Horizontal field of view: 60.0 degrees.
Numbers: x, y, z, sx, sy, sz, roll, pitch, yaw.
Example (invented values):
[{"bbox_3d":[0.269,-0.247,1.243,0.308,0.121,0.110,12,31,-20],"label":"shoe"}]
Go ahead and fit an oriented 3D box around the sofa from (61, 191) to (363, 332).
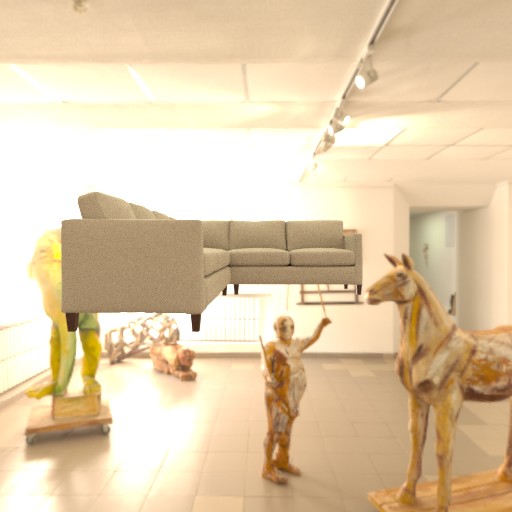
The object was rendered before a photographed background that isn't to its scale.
[{"bbox_3d":[0.000,0.000,4.442,2.522,0.934,3.333,0,1,1],"label":"sofa"}]
